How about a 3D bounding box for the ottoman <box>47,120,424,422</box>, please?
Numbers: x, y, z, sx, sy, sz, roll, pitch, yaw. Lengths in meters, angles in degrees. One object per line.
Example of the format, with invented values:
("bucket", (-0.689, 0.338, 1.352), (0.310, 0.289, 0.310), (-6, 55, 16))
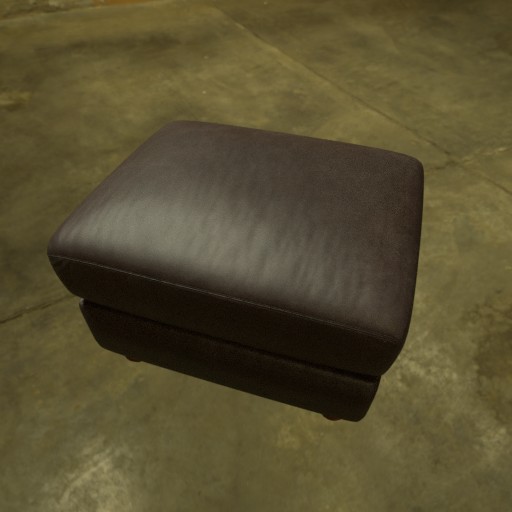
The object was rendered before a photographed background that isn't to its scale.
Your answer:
("ottoman", (0.000, 0.000, 1.243), (0.806, 0.569, 0.670), (12, 44, 13))
